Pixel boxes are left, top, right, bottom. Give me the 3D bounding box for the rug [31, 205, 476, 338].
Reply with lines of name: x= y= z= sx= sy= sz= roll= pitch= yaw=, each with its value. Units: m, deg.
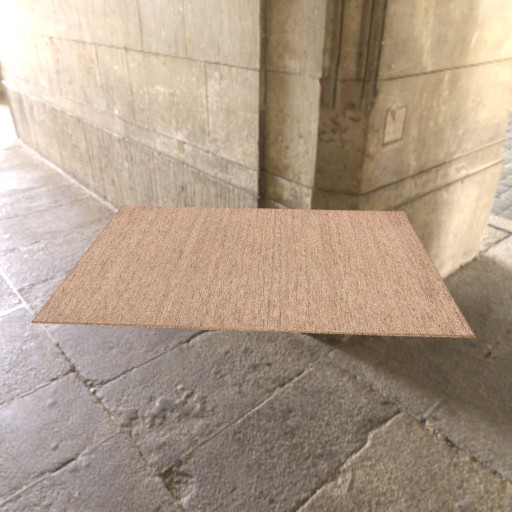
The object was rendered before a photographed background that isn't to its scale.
rug: x=0.000 y=0.000 z=2.360 sx=1.840 sy=0.013 sz=1.225 roll=2 pitch=30 yaw=3
